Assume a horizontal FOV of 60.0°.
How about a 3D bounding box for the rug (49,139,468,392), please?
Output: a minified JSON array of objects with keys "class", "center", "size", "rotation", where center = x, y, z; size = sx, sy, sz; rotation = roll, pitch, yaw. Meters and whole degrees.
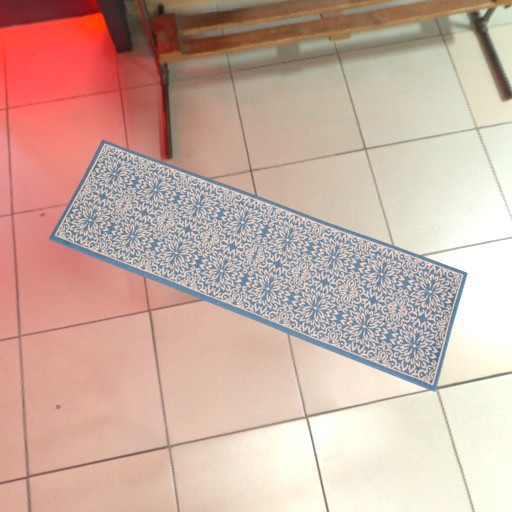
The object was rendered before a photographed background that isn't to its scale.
[{"class":"rug","center":[0.000,0.000,2.412],"size":[2.196,0.011,0.662],"rotation":[21,76,6]}]
